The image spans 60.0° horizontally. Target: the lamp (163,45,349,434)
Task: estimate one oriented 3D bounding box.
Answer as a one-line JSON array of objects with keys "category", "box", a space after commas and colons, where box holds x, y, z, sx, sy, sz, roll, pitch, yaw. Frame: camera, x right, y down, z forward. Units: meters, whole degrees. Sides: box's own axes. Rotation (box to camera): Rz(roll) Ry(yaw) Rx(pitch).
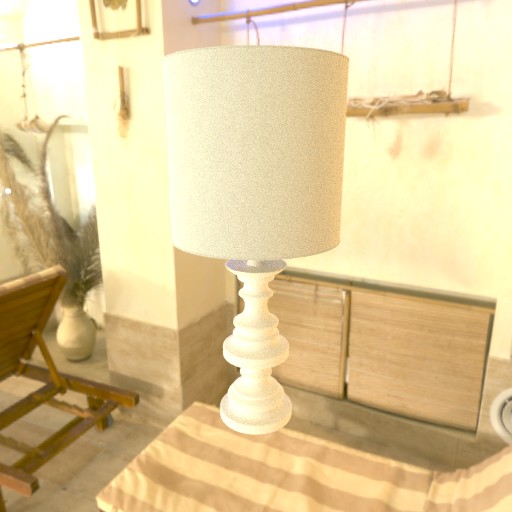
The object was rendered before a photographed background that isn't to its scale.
[{"category": "lamp", "box": [0.000, 0.000, 0.564, 0.208, 0.455, 0.208, 8, 17, 26]}]
